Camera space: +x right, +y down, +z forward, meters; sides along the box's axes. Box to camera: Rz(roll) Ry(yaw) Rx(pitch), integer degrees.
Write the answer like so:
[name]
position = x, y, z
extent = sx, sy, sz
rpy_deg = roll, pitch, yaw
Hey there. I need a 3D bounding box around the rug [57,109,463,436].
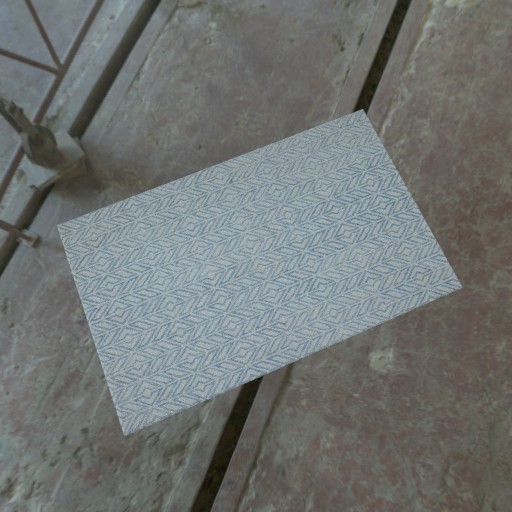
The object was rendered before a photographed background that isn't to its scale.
[rug]
position = 0.000, 0.000, 3.109
extent = 2.441, 0.008, 1.526
rpy_deg = -22, 76, -6
